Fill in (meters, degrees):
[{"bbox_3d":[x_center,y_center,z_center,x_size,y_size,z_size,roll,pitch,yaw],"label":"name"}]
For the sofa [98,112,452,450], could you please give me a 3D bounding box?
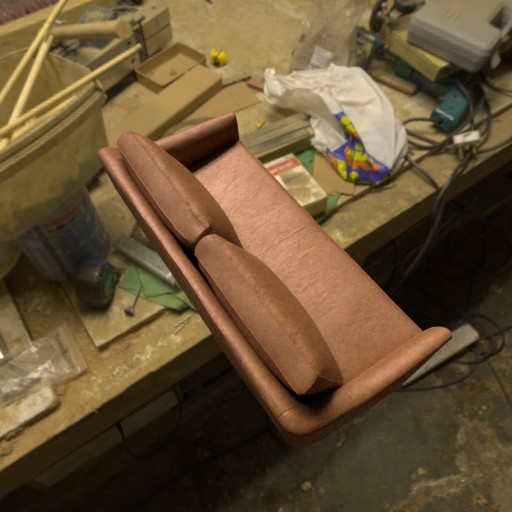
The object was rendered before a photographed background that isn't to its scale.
[{"bbox_3d":[0.000,0.000,2.575,0.981,0.945,2.036,-30,62,-18],"label":"sofa"}]
